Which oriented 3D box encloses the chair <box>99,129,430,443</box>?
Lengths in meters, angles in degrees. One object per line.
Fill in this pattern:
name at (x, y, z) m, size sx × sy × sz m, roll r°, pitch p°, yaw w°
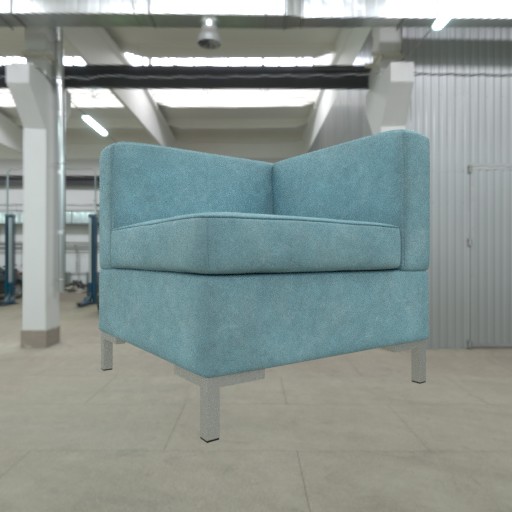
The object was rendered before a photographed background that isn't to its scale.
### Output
chair at (0.000, 0.000, 1.218) m, size 0.691 × 0.660 × 0.684 m, roll 0°, pitch 0°, yaw -35°
